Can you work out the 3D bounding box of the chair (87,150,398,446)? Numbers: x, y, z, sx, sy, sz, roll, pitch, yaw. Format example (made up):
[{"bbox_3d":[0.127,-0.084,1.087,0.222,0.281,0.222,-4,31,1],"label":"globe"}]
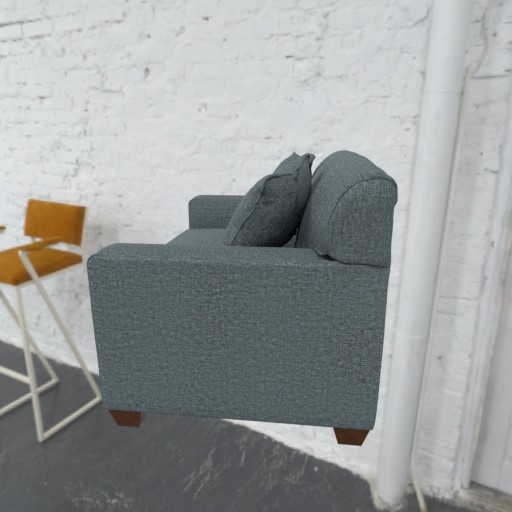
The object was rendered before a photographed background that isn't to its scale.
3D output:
[{"bbox_3d":[0.000,0.000,2.049,1.000,0.948,1.383,2,16,7],"label":"chair"}]
